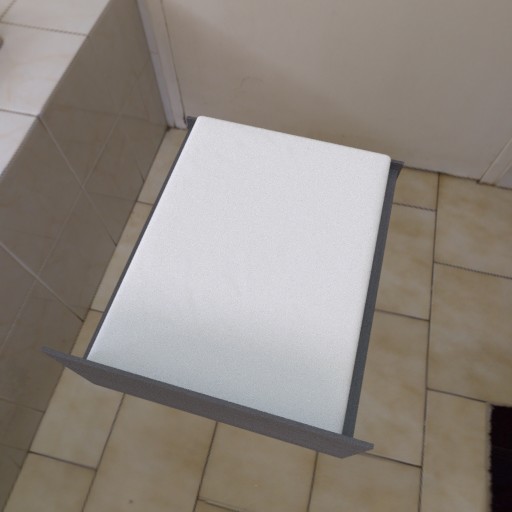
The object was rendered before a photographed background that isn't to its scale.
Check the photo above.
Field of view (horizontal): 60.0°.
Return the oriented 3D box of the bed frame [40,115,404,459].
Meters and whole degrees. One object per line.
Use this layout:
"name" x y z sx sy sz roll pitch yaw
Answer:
"bed frame" 0.000 0.000 2.837 1.622 0.800 1.960 14 63 7
